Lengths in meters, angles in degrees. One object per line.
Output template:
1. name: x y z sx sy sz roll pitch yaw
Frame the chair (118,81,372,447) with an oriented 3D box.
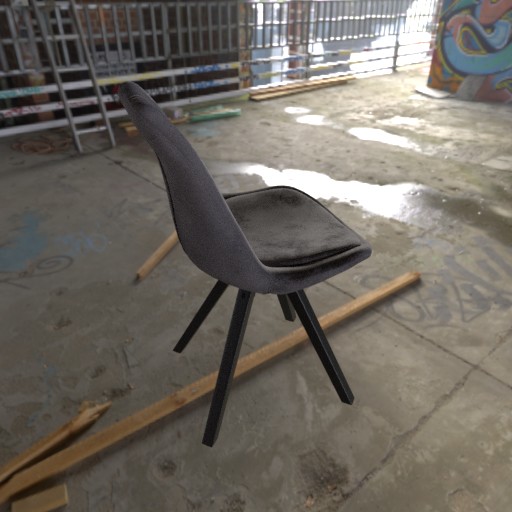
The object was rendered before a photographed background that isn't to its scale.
1. chair: 0.000 0.000 1.153 0.550 0.850 0.476 -11 33 -18
